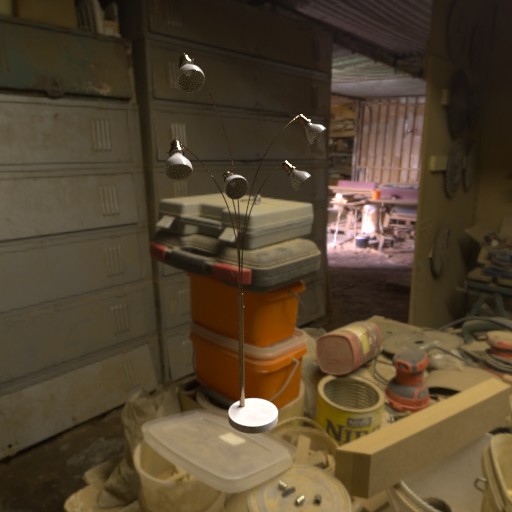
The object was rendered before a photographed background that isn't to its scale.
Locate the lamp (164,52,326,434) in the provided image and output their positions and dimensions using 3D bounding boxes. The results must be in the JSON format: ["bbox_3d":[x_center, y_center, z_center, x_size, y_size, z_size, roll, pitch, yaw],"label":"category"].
[{"bbox_3d":[0.000,0.000,2.974,0.361,2.423,1.405,13,18,43],"label":"lamp"}]
